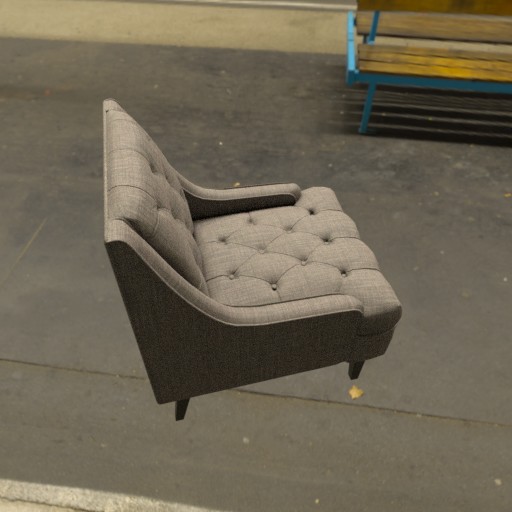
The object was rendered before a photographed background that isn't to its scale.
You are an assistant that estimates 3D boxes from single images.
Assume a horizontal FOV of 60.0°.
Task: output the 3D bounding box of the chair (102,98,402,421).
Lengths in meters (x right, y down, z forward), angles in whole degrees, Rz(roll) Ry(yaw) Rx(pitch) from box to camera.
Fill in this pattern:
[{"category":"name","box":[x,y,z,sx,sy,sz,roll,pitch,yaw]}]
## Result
[{"category":"chair","box":[0.000,0.000,1.447,0.771,0.891,0.655,-10,46,-10]}]
